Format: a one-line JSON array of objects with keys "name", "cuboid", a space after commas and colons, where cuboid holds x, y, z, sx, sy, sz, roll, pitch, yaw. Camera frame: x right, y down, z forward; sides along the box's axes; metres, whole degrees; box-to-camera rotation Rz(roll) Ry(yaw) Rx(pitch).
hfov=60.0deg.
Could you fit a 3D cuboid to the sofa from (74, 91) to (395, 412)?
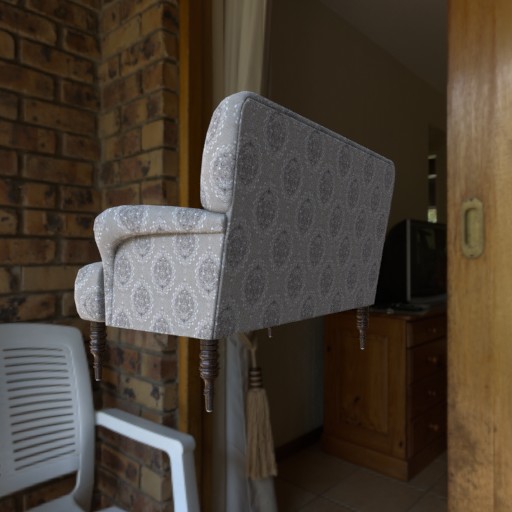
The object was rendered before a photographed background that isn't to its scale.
[{"name": "sofa", "cuboid": [0.000, 0.000, 1.842, 0.779, 0.889, 1.297, 0, 0, 37]}]
